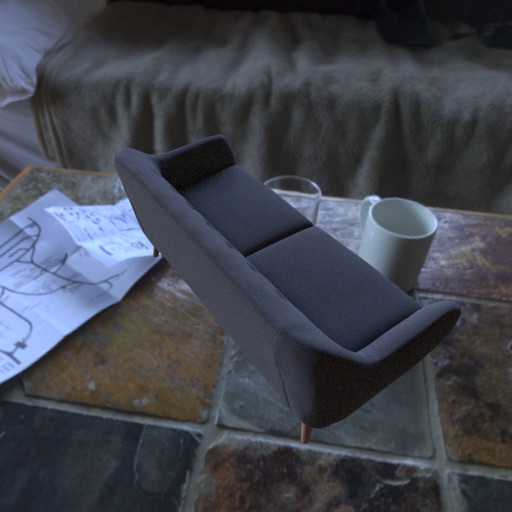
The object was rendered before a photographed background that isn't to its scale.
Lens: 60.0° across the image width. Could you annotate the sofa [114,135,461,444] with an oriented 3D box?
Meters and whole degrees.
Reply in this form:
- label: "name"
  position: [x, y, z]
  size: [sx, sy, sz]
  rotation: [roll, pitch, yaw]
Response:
- label: "sofa"
  position: [0.000, 0.000, 2.265]
  size: [0.820, 0.820, 1.840]
  rotation: [-26, 48, -25]
